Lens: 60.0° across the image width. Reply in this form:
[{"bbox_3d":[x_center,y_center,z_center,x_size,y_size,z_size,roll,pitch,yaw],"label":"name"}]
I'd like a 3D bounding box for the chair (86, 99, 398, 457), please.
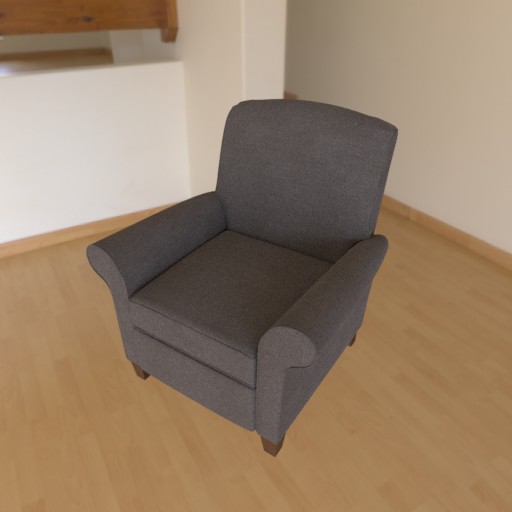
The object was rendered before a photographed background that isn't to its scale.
[{"bbox_3d":[0.000,0.000,1.794,0.978,1.061,0.905,19,36,28],"label":"chair"}]
